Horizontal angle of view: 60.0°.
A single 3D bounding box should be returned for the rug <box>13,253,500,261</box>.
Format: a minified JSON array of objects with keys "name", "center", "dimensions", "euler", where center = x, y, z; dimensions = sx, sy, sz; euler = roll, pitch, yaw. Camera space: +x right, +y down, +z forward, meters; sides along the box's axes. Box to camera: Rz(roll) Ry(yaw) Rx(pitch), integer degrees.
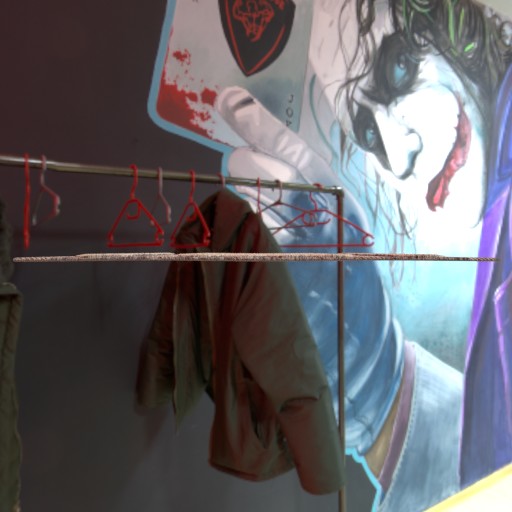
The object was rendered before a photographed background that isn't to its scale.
[{"name":"rug","center":[0.000,0.000,2.257],"dimensions":[1.823,0.030,1.222],"euler":[0,1,-1]}]
